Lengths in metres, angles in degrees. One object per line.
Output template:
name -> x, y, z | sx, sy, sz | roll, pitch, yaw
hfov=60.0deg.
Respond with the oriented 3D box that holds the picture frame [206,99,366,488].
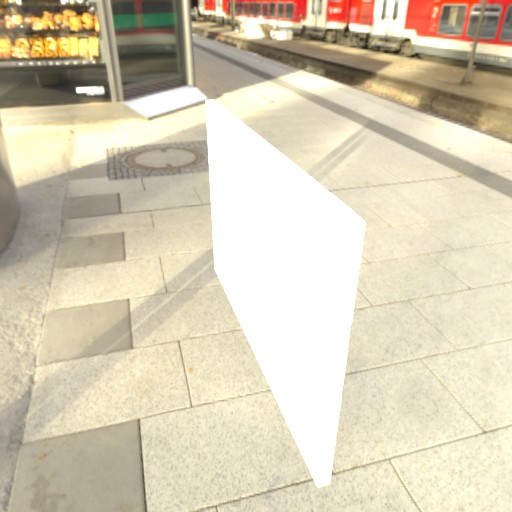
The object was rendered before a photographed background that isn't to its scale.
picture frame -> 0.000, 0.000, 1.200 | 0.029, 0.640, 0.950 | -9, 31, -16
